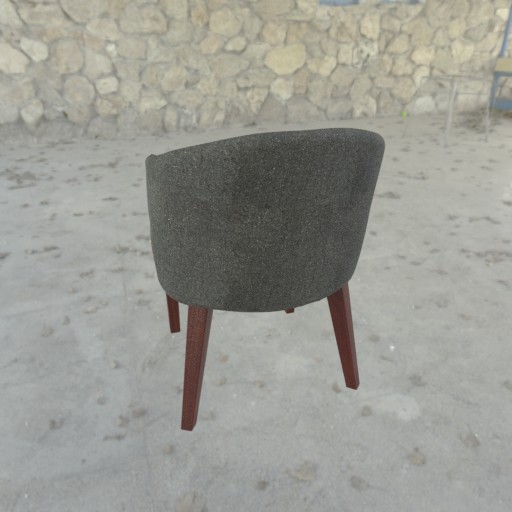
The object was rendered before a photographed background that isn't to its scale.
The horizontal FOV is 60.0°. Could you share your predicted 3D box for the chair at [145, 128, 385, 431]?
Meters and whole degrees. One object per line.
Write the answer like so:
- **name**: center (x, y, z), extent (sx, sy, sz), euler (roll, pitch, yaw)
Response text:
- **chair**: center (0.000, 0.000, 1.285), extent (0.583, 0.811, 0.655), euler (-8, 27, -16)
